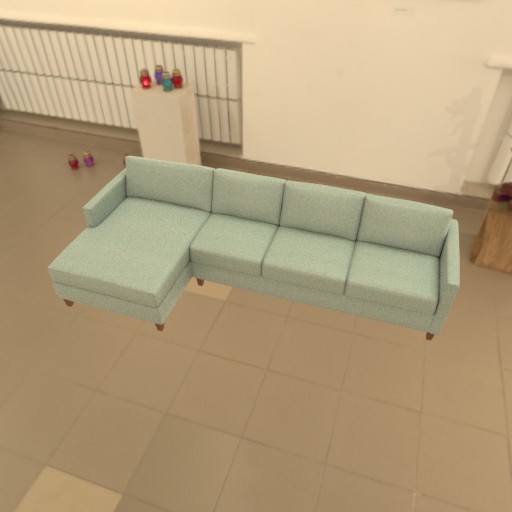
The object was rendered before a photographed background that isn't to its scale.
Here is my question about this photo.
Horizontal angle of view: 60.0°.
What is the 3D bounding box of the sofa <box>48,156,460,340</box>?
[{"bbox_3d":[0.000,0.000,4.139,3.470,0.953,1.600,12,42,14],"label":"sofa"}]
